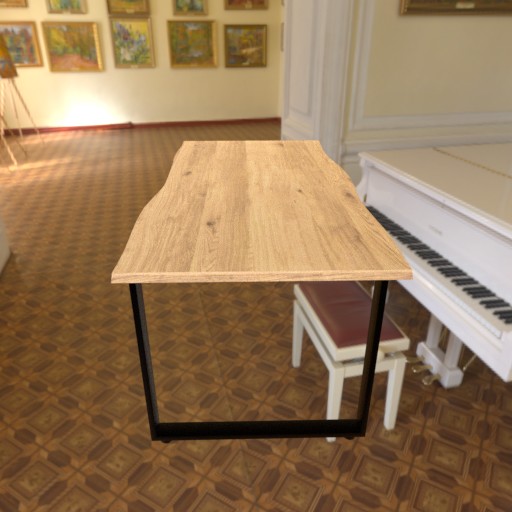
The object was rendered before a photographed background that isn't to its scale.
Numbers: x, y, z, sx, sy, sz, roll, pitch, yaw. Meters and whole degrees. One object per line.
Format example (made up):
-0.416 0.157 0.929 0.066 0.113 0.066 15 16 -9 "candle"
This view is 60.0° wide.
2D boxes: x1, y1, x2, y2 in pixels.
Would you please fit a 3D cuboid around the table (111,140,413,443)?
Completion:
0.000 0.000 2.229 0.900 0.780 1.800 -1 26 -1 "table"
